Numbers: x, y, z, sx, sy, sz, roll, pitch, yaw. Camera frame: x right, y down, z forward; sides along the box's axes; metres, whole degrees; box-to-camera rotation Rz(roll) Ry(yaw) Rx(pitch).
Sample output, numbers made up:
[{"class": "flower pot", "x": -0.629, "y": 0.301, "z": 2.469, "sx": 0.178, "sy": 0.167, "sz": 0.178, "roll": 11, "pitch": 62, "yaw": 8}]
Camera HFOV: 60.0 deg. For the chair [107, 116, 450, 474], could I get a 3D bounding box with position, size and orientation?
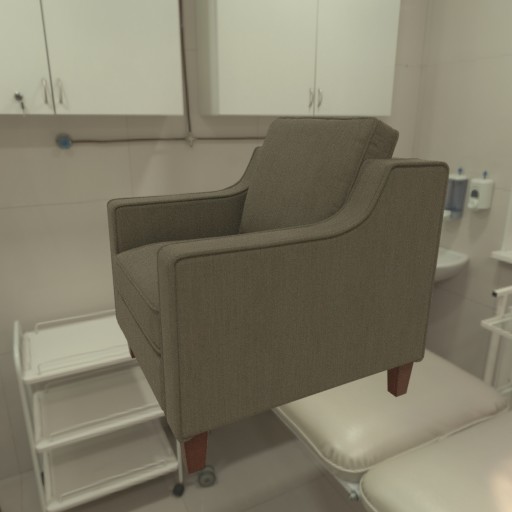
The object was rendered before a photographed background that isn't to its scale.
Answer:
[{"class": "chair", "x": 0.000, "y": 0.000, "z": 1.597, "sx": 0.909, "sy": 0.960, "sz": 0.831, "roll": -9, "pitch": 19, "yaw": -26}]
